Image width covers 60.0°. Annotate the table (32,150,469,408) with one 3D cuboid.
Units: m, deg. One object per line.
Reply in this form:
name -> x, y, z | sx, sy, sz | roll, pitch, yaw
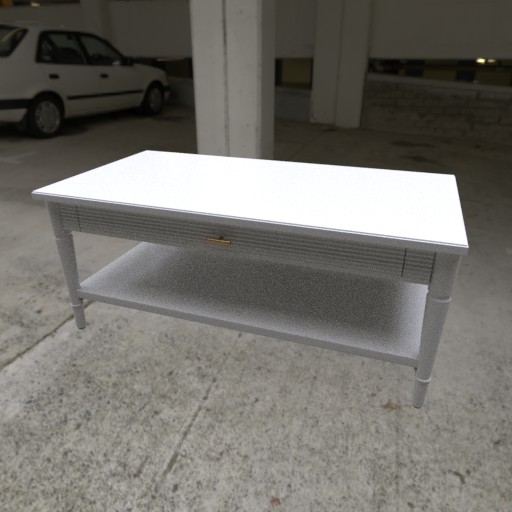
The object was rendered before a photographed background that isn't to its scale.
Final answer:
table -> 0.000, 0.000, 1.347 | 1.067, 0.457, 0.559 | 9, 26, 18
